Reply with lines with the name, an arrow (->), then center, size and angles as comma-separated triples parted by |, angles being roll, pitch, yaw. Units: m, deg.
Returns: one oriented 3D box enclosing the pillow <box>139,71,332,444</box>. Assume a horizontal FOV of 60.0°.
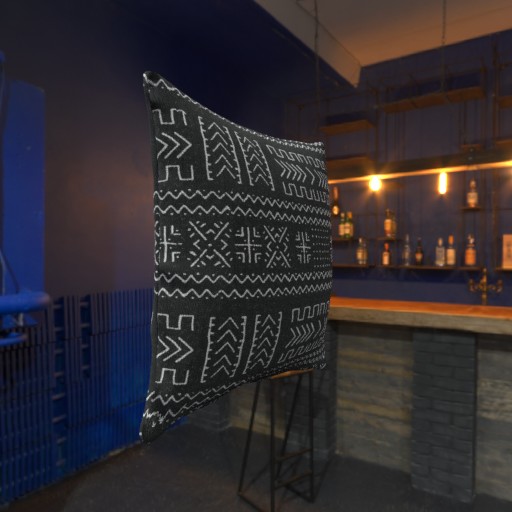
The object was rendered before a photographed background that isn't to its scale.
pillow -> 0.000, 0.000, 0.671 | 0.164, 0.430, 0.438 | 0, 0, 36
